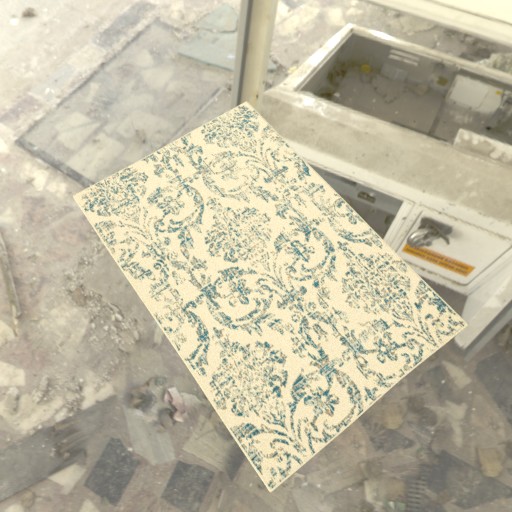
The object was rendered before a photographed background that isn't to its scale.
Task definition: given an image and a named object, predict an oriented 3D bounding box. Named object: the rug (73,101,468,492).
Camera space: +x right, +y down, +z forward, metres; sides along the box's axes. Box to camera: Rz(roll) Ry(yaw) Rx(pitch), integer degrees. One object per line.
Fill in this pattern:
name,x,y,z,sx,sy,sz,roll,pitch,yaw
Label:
rug,0.000,0.000,2.323,1.213,0.012,1.831,-34,68,-15
